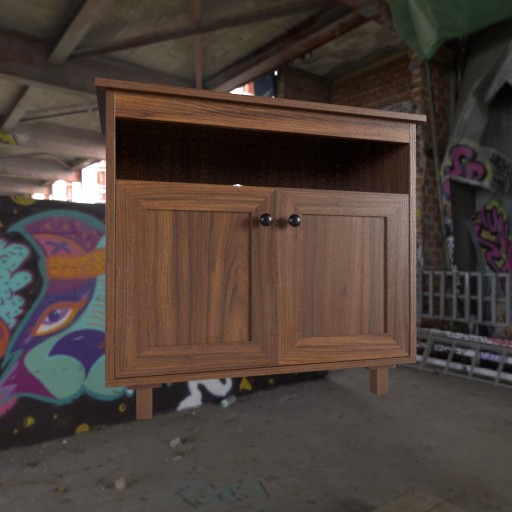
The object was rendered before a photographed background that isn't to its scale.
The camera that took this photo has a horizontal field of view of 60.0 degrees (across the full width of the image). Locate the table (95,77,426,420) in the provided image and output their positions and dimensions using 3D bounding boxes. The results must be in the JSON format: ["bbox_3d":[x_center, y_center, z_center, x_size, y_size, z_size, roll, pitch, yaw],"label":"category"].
[{"bbox_3d":[0.000,0.000,1.197,0.802,0.725,0.390,0,0,-17],"label":"table"}]
